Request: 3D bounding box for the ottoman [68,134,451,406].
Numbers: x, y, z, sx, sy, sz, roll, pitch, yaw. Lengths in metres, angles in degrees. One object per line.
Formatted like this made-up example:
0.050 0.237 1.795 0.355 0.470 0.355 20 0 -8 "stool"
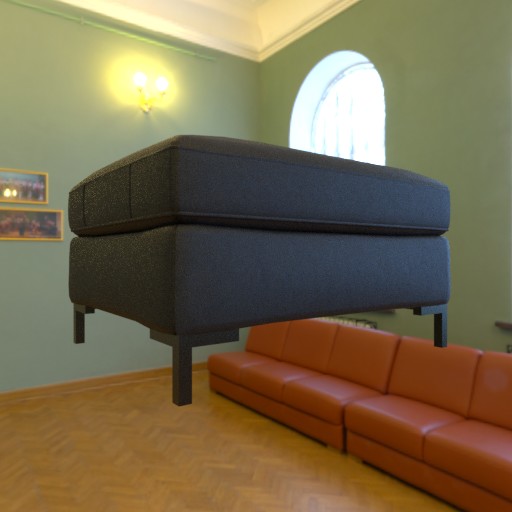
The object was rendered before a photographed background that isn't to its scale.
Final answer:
0.000 0.000 1.740 1.187 0.696 0.967 0 0 -36 "ottoman"
